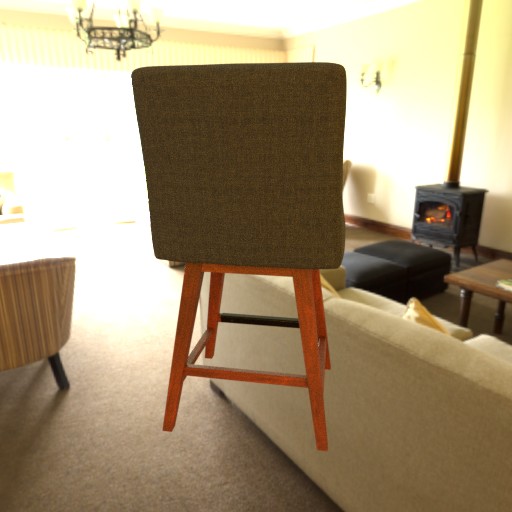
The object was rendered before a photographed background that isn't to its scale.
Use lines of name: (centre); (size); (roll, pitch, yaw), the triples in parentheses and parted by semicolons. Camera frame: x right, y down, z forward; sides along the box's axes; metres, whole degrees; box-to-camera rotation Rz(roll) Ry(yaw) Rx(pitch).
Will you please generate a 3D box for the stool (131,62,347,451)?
stool: (0.000, 0.000, 1.186); (0.467, 0.895, 0.524); (3, 17, 10)
